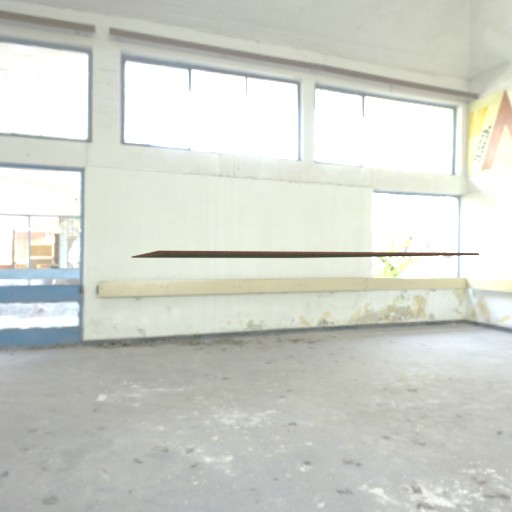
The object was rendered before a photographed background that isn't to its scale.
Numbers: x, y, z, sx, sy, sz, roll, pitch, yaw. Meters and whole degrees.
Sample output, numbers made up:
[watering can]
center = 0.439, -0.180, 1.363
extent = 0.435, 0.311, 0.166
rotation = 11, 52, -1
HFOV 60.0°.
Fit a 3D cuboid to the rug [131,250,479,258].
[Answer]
[rug]
center = 0.000, 0.000, 2.381
extent = 1.219, 0.010, 1.829
rotation = 0, -1, -18
